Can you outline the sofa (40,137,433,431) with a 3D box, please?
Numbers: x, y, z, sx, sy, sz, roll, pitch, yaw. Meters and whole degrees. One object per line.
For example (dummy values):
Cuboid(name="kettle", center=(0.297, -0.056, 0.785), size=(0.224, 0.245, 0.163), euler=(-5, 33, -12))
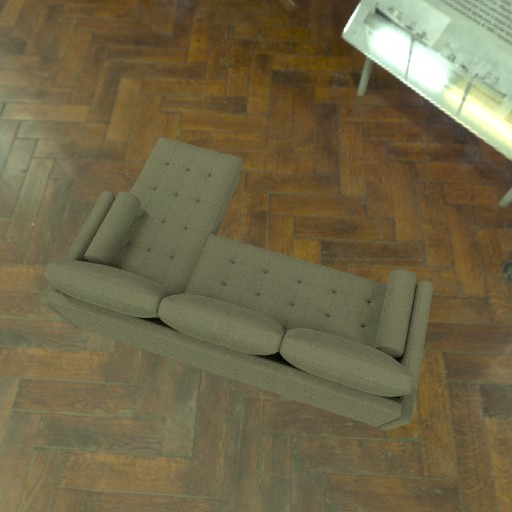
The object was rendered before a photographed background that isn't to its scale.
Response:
Cuboid(name="sofa", center=(0.000, 0.000, 2.888), size=(2.178, 0.875, 1.506), euler=(16, 65, 8))
